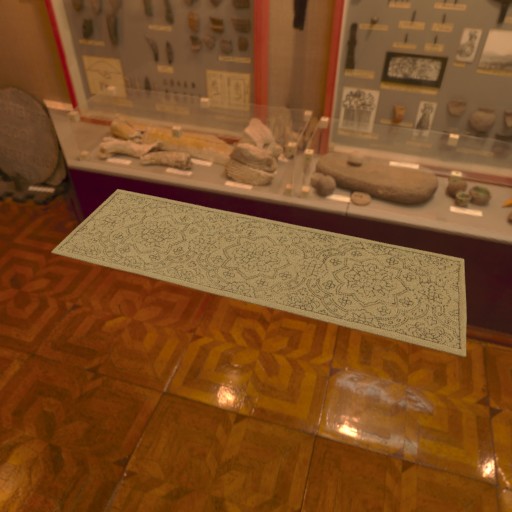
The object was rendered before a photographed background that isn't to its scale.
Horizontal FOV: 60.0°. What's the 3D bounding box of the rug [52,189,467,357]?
[{"bbox_3d":[0.000,0.000,2.741,2.448,0.012,0.769,13,43,14],"label":"rug"}]
